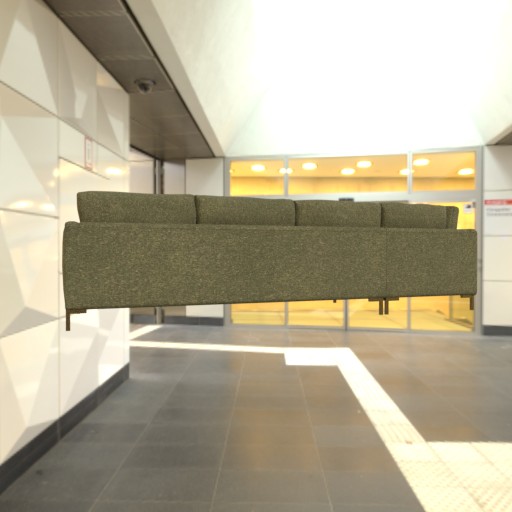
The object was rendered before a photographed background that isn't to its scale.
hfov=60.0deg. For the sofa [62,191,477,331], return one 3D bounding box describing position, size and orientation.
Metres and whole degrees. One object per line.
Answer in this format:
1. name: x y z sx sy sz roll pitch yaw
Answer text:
1. sofa: 0.000 0.000 3.859 2.949 0.815 2.007 0 1 -18
